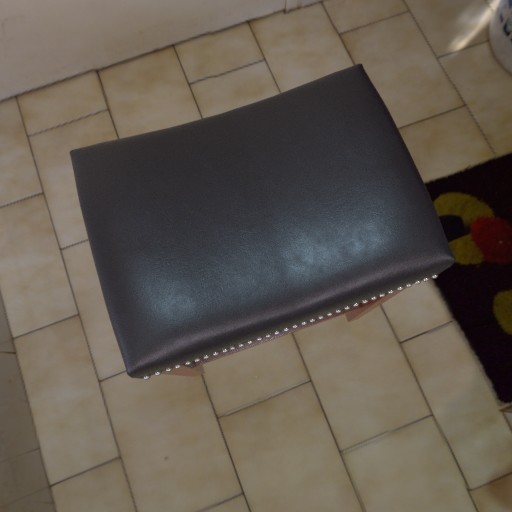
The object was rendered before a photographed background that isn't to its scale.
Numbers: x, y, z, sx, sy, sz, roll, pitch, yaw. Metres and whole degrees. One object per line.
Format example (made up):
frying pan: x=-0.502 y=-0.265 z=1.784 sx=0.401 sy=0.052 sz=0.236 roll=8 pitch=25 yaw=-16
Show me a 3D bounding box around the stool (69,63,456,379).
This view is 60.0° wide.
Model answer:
stool: x=0.000 y=0.000 z=0.948 sx=0.504 sy=0.654 sz=0.372 roll=-18 pitch=76 yaw=-5
